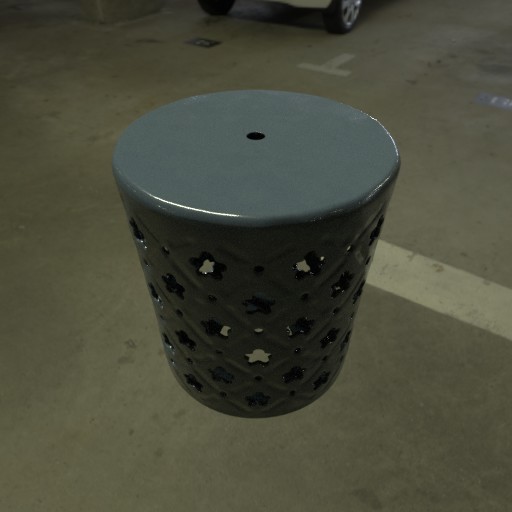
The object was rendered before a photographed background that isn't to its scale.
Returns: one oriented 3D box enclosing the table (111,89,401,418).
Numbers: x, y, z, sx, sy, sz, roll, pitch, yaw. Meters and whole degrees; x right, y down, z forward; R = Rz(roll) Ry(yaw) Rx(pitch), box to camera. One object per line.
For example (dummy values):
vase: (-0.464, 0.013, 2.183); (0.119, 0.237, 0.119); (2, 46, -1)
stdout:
table: (0.000, 0.000, 0.669); (0.352, 0.387, 0.352); (0, 40, 0)
